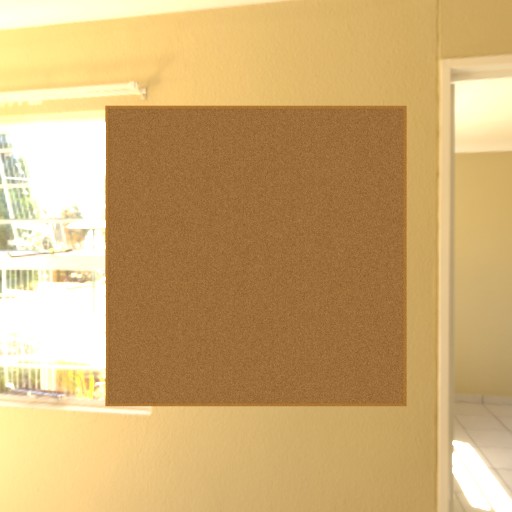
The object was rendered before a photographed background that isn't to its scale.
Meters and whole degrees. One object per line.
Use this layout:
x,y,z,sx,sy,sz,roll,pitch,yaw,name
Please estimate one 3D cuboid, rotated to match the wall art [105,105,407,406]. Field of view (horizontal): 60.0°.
0.000,0.000,1.421,0.962,0.959,0.013,0,0,0,wall art
